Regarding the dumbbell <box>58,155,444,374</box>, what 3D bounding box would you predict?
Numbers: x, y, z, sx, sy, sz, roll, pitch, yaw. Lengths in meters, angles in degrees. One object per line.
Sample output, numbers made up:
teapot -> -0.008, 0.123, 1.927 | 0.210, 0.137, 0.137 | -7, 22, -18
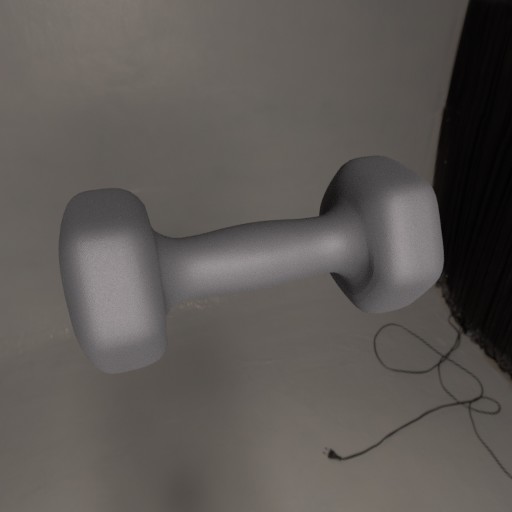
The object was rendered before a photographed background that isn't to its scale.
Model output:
dumbbell -> 0.000, 0.000, 0.299 | 0.240, 0.105, 0.116 | -10, 34, -15
